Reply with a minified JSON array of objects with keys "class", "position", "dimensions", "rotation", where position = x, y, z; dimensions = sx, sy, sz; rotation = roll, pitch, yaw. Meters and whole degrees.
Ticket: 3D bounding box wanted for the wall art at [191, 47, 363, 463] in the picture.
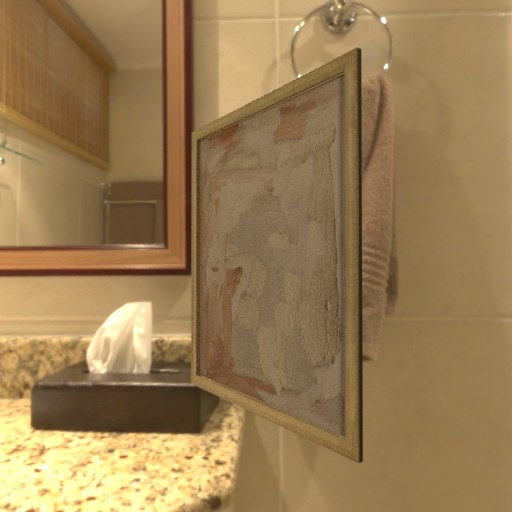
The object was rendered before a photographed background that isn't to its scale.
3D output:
[{"class":"wall art","position":[0.000,0.000,0.793],"dimensions":[0.009,0.559,0.483],"rotation":[1,-1,-36]}]
